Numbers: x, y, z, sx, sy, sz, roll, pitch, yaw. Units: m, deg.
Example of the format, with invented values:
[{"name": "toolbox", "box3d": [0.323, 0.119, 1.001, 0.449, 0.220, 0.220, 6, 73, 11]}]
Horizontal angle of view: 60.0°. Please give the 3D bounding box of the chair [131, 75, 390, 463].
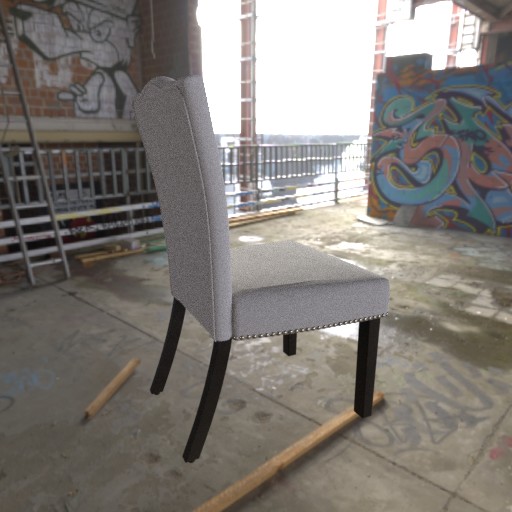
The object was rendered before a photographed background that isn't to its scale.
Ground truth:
[{"name": "chair", "box3d": [0.000, 0.000, 1.290, 0.589, 0.946, 0.518, -8, 17, -26]}]
